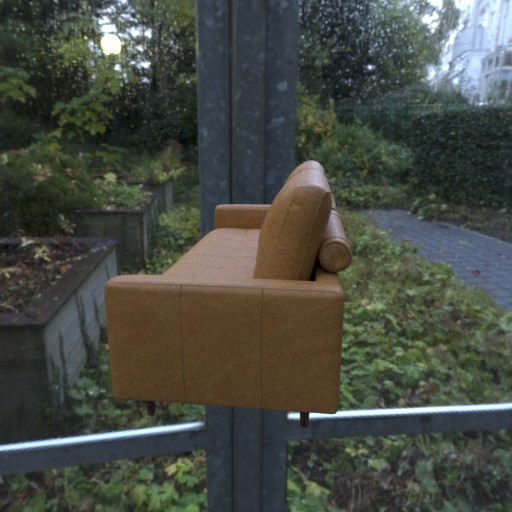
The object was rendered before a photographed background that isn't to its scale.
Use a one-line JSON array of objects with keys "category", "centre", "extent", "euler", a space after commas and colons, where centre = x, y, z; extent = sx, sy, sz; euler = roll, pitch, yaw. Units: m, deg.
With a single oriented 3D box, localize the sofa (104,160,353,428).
[{"category": "sofa", "centre": [0.000, 0.000, 2.284], "extent": [0.850, 0.898, 1.821], "euler": [2, 15, 7]}]
